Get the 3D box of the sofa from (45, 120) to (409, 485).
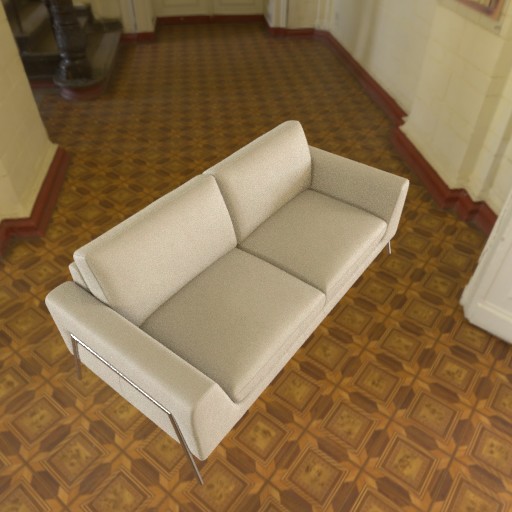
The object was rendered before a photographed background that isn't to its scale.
[{"bbox_3d":[0.000,0.000,2.530,0.953,0.875,2.017,27,48,27],"label":"sofa"}]
